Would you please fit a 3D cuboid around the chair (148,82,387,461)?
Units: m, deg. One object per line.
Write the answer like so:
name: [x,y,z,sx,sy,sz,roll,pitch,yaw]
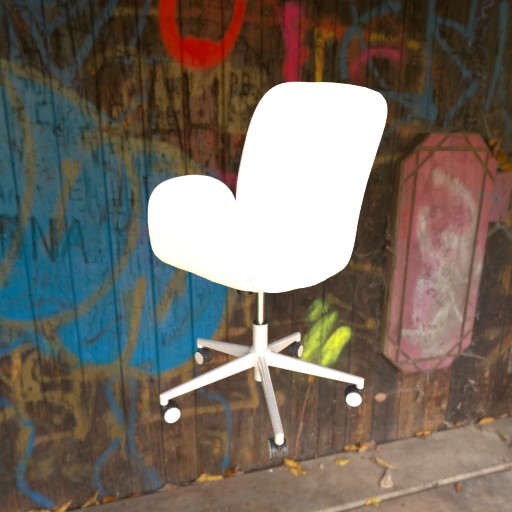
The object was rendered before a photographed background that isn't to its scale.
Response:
chair: [0.000,0.000,1.382,0.648,0.959,0.633,-14,20,-43]
